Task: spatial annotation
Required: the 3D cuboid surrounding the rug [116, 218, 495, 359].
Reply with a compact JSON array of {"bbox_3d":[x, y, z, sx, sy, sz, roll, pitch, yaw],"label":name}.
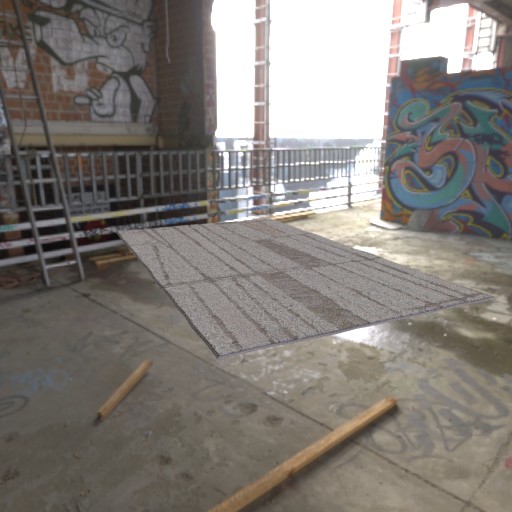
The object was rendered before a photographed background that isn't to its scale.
[{"bbox_3d":[0.000,0.000,1.042,0.515,0.007,0.867,-7,16,-24],"label":"rug"}]
